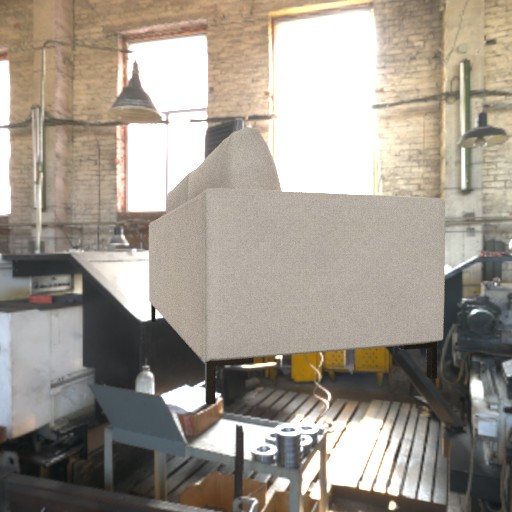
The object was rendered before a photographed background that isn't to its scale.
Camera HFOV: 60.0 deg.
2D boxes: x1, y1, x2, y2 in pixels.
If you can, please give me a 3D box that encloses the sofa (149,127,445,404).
[{"bbox_3d":[0.000,0.000,2.173,0.875,0.840,1.682,0,1,-19],"label":"sofa"}]
